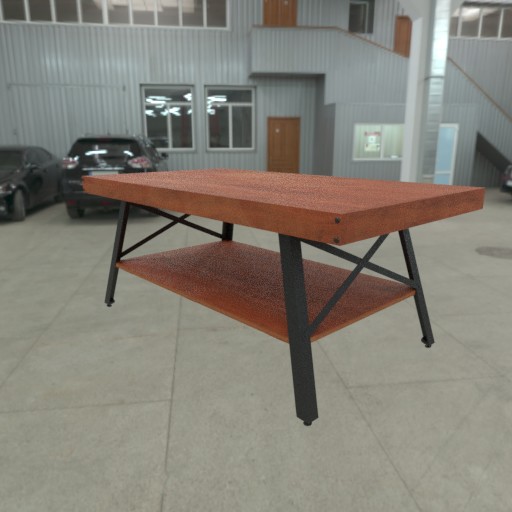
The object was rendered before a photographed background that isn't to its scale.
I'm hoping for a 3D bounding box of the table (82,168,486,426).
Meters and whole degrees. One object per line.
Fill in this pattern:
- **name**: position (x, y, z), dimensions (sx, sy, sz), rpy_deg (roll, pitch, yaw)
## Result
- **table**: position (0.000, 0.000, 1.366), dimensions (0.610, 0.457, 1.067), rpy_deg (-13, 20, -41)
